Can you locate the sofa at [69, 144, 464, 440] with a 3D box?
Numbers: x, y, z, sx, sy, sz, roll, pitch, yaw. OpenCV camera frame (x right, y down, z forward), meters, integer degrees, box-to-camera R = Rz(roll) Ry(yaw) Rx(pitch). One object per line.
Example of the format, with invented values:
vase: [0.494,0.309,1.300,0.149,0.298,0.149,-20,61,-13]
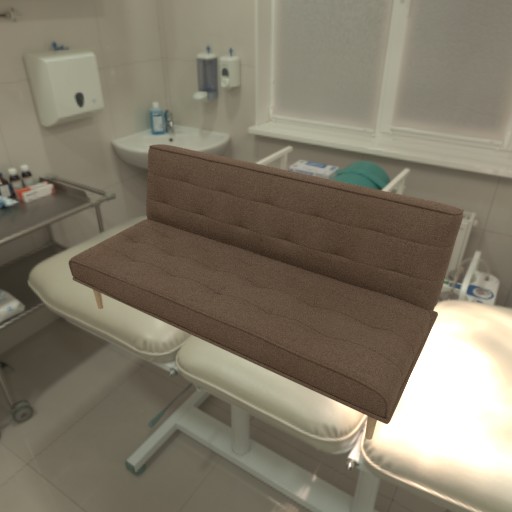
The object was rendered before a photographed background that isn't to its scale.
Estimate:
sofa: [0.000,0.000,2.346,1.820,0.810,1.038,18,35,27]
